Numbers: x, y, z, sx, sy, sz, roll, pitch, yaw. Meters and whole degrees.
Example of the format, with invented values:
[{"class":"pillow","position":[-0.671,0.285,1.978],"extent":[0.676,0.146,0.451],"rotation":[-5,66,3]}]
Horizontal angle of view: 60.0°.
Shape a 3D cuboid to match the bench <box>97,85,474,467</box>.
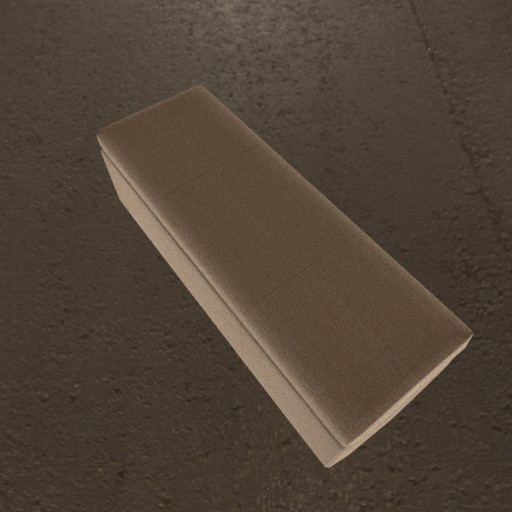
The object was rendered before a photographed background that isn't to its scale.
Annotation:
[{"class":"bench","position":[0.000,0.000,1.472],"extent":[0.446,0.438,1.269],"rotation":[-32,63,-19]}]
